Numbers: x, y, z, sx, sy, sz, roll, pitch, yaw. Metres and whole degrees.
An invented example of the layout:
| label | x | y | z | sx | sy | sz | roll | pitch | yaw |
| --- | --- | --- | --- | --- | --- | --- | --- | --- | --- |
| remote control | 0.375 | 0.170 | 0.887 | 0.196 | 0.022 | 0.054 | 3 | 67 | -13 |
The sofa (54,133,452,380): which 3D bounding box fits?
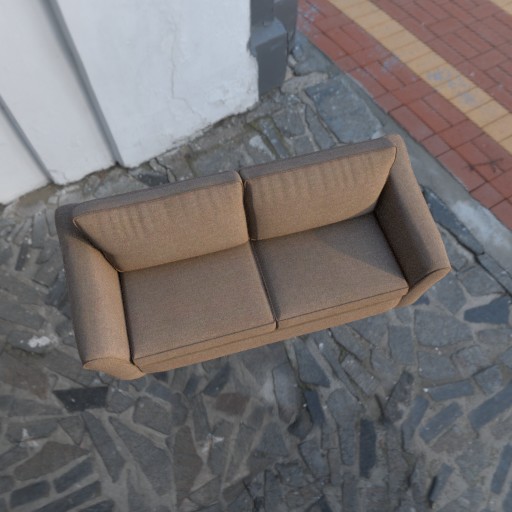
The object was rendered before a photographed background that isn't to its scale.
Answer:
| label | x | y | z | sx | sy | sz | roll | pitch | yaw |
| --- | --- | --- | --- | --- | --- | --- | --- | --- | --- |
| sofa | 0.000 | 0.000 | 2.838 | 2.270 | 0.906 | 0.986 | -14 | 63 | -7 |
